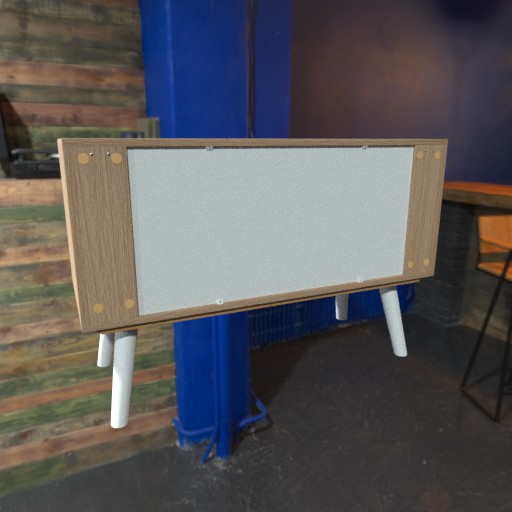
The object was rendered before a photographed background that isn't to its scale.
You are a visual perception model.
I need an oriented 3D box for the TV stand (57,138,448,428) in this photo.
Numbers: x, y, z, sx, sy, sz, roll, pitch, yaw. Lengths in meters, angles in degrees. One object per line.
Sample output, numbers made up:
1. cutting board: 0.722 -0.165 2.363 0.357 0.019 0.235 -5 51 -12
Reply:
1. TV stand: 0.000 0.000 1.296 0.991 0.660 0.407 -7 16 -24
